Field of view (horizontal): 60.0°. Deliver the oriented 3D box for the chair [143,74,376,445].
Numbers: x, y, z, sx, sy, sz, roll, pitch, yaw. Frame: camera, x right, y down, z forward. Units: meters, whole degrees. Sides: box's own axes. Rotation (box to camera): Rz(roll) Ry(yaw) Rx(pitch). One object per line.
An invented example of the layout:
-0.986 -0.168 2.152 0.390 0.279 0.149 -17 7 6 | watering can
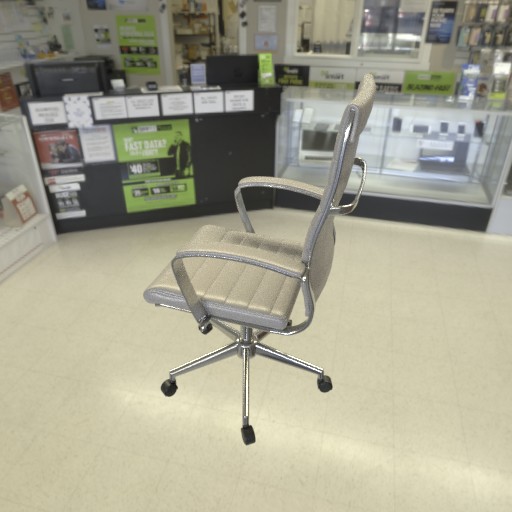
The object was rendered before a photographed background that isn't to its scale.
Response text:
0.000 0.000 1.541 0.667 1.149 0.679 9 32 14 | chair
